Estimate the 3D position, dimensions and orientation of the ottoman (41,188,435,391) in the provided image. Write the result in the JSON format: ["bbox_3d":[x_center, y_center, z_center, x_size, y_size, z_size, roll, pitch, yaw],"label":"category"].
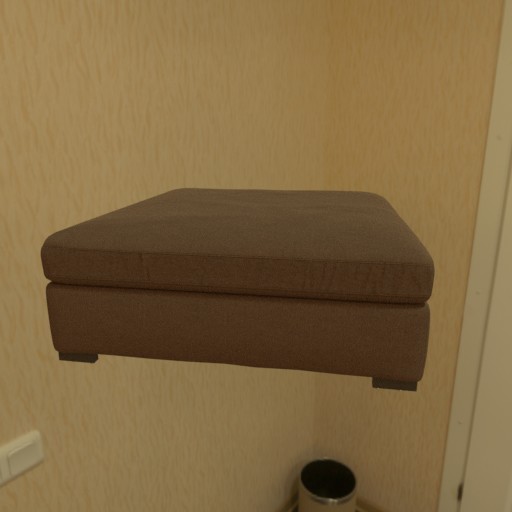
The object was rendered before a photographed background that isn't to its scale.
[{"bbox_3d":[0.000,0.000,1.844,1.181,0.470,1.181,3,16,9],"label":"ottoman"}]
